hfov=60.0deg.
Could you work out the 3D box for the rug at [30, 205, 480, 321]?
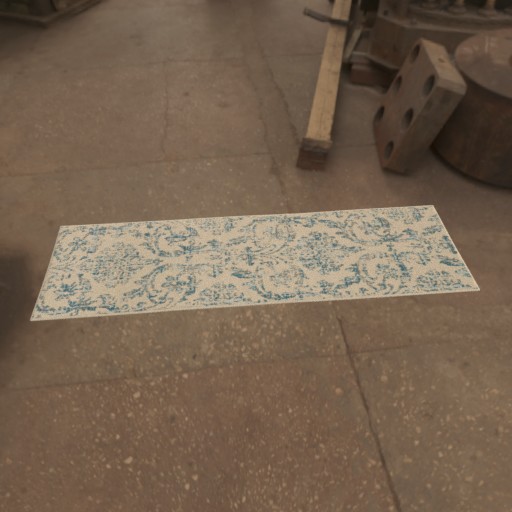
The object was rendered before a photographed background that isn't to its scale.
[{"bbox_3d":[0.000,0.000,2.379,2.196,0.011,0.662,-4,47,-3],"label":"rug"}]
